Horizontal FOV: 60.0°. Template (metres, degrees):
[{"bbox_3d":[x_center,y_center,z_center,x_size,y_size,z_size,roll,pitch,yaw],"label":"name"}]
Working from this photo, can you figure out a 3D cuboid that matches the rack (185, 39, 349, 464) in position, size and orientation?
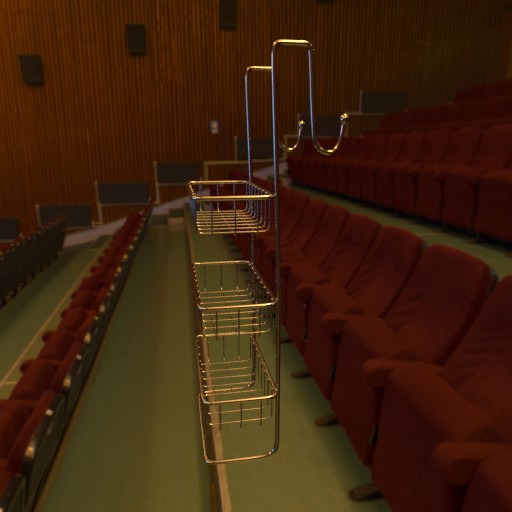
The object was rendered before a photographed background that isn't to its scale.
[{"bbox_3d":[0.000,0.000,0.683,0.202,0.574,0.228,-3,15,-10],"label":"rack"}]
